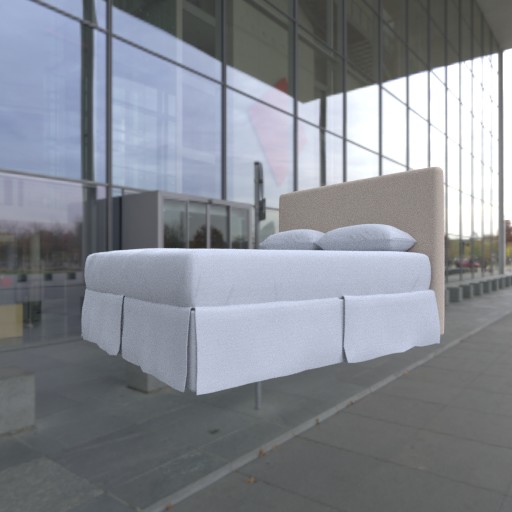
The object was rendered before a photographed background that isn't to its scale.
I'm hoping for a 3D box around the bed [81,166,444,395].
[{"bbox_3d":[0.000,0.000,3.359,2.142,1.330,1.884,0,0,-37],"label":"bed"}]
